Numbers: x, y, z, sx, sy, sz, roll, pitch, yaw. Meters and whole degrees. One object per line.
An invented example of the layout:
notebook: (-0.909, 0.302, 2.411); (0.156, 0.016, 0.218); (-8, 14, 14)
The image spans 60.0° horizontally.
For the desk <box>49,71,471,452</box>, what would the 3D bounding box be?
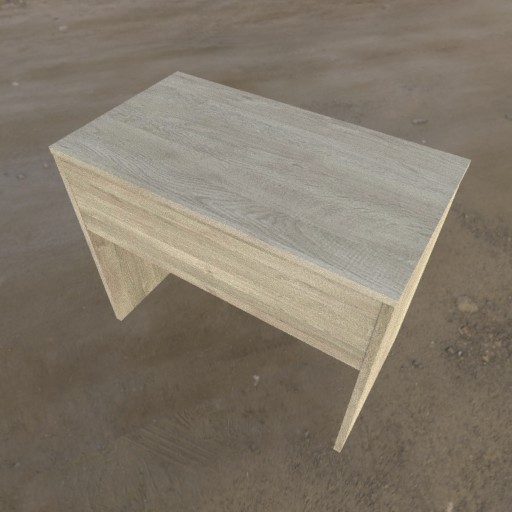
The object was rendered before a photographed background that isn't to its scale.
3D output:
desk: (0.000, 0.000, 1.333); (0.893, 0.724, 0.498); (25, 51, 22)
